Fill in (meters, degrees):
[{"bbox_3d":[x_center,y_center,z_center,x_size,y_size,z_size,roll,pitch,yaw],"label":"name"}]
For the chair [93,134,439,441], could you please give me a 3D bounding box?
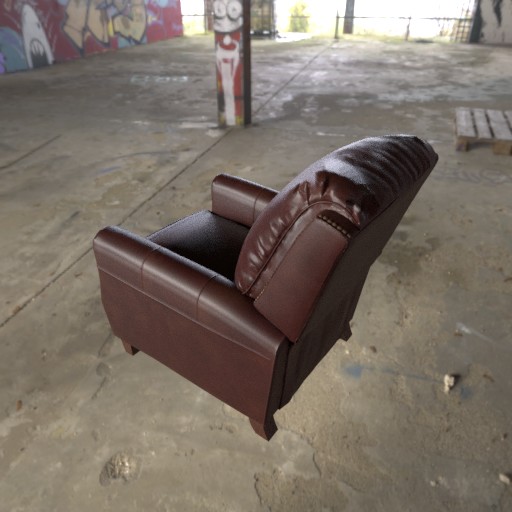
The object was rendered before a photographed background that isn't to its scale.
[{"bbox_3d":[0.000,0.000,1.755,1.089,1.022,0.826,20,37,30],"label":"chair"}]
